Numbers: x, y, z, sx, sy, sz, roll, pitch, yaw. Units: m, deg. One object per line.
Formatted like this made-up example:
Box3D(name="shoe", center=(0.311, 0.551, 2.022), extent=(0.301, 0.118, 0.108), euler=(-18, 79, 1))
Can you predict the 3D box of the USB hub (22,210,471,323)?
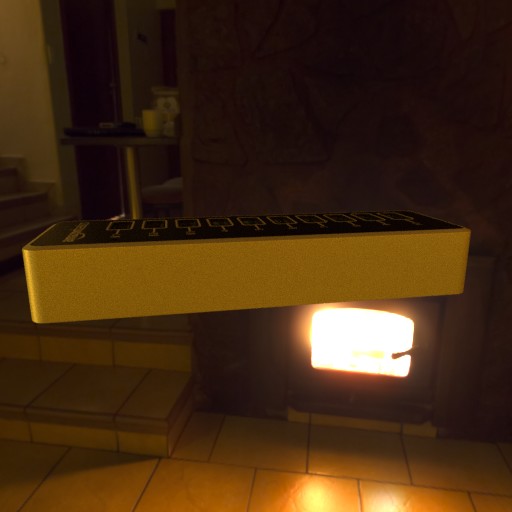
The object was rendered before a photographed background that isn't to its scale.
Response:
Box3D(name="USB hub", center=(0.000, 0.000, 0.161), extent=(0.145, 0.023, 0.044), euler=(-3, 15, -11))
